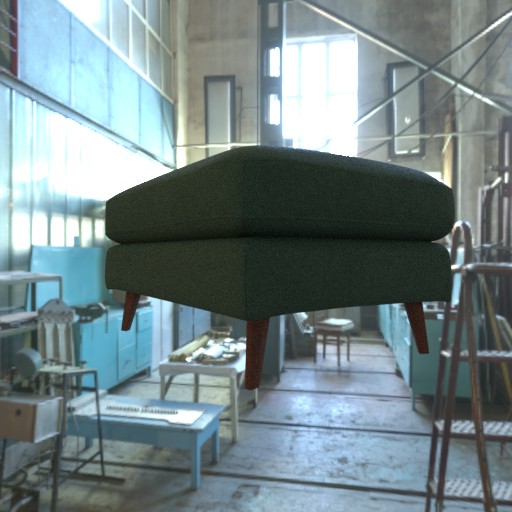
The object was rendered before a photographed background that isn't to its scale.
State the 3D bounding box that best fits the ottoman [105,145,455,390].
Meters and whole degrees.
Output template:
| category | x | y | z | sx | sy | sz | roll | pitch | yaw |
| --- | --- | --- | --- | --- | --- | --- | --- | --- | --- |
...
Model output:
| category | x | y | z | sx | sy | sz | roll | pitch | yaw |
| --- | --- | --- | --- | --- | --- | --- | --- | --- | --- |
| ottoman | 0.000 | 0.000 | 1.177 | 0.608 | 0.449 | 0.811 | 0 | 0 | -34 |
